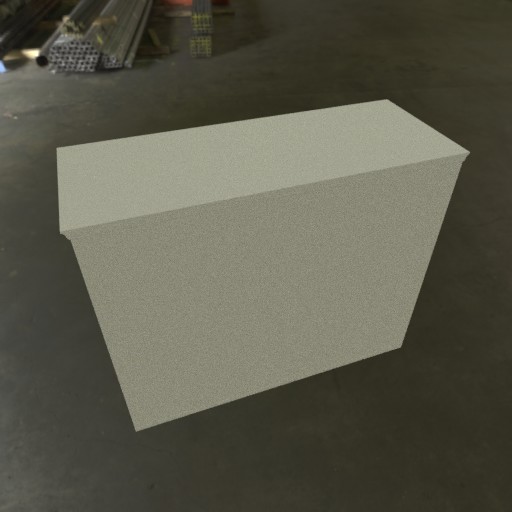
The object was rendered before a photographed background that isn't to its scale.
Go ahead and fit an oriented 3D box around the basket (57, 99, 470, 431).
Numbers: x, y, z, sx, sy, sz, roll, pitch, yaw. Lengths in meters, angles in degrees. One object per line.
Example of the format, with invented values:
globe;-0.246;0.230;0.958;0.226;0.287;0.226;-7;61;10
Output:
basket;0.000;0.000;1.138;0.792;0.625;0.376;-13;42;-15
